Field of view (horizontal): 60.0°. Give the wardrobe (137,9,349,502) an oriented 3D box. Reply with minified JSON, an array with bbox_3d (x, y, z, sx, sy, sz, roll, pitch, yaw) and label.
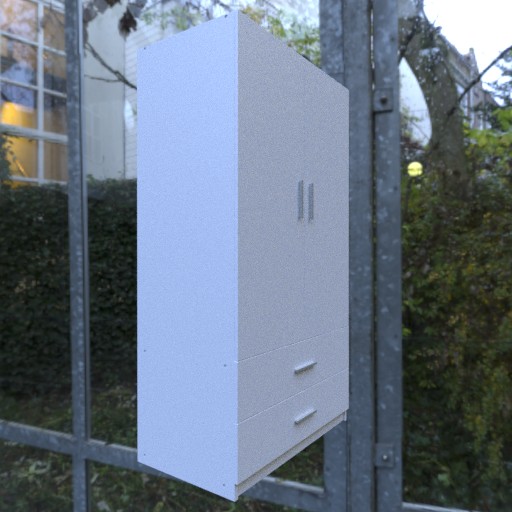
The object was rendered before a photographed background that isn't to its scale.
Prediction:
[{"bbox_3d":[0.000,0.000,2.181,0.577,1.808,0.991,0,0,36],"label":"wardrobe"}]
